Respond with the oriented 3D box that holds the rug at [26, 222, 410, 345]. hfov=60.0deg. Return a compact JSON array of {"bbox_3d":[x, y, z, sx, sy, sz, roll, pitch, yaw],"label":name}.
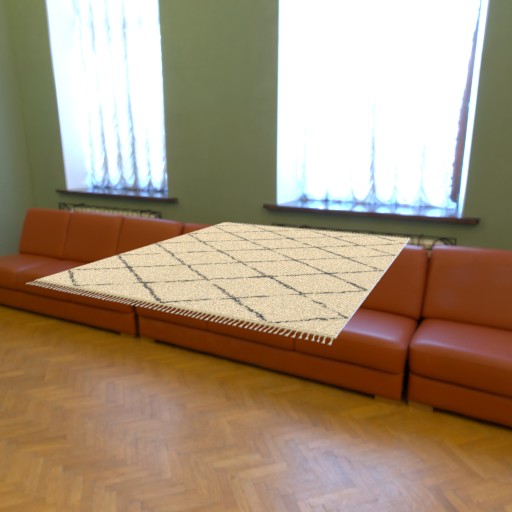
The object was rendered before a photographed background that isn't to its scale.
[{"bbox_3d":[0.000,0.000,4.158,2.380,0.013,3.051,7,16,25],"label":"rug"}]
